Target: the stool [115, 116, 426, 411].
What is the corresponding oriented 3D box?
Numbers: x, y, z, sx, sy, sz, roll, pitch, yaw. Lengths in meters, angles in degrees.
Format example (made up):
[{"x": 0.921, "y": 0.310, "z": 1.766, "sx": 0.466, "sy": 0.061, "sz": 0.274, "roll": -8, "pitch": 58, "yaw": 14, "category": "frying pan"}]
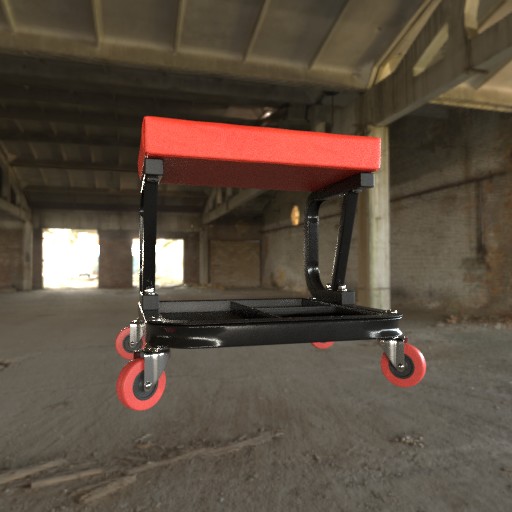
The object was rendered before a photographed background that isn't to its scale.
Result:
[{"x": 0.000, "y": 0.000, "z": 0.730, "sx": 0.446, "sy": 0.380, "sz": 0.371, "roll": 0, "pitch": -1, "yaw": -16, "category": "stool"}]
